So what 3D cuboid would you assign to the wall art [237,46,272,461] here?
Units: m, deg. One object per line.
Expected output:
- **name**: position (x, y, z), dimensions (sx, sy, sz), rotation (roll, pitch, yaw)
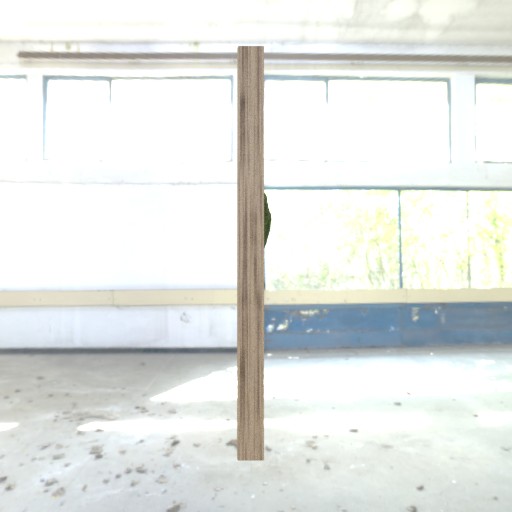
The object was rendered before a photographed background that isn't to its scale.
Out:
- **wall art**: position (0.000, 0.000, 1.072), dimensions (0.063, 0.609, 0.841), rotation (0, -1, -1)
